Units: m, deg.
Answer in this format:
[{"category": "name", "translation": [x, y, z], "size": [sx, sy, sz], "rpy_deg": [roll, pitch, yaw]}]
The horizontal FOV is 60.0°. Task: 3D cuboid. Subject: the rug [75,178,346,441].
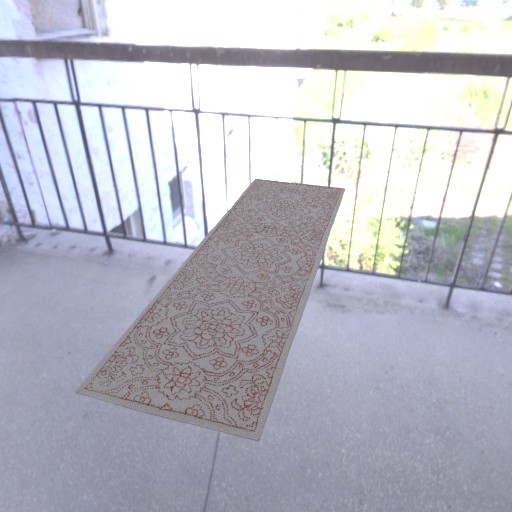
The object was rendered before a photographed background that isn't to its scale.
[{"category": "rug", "translation": [0.000, 0.000, 2.663], "size": [0.769, 0.012, 2.448], "rpy_deg": [9, 32, 14]}]
